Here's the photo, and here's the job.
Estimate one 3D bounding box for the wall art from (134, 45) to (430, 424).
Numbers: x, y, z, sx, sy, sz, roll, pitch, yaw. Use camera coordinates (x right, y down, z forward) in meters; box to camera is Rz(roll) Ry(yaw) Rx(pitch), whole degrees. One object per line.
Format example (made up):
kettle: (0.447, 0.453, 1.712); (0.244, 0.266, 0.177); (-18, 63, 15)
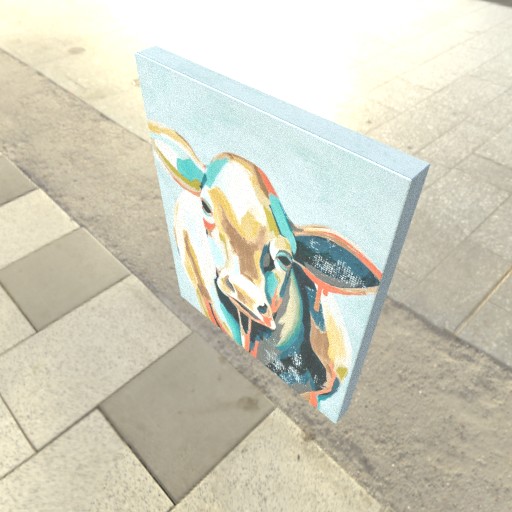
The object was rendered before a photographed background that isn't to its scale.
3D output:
wall art: (0.000, 0.000, 0.680); (0.409, 0.509, 0.037); (34, 55, 28)
